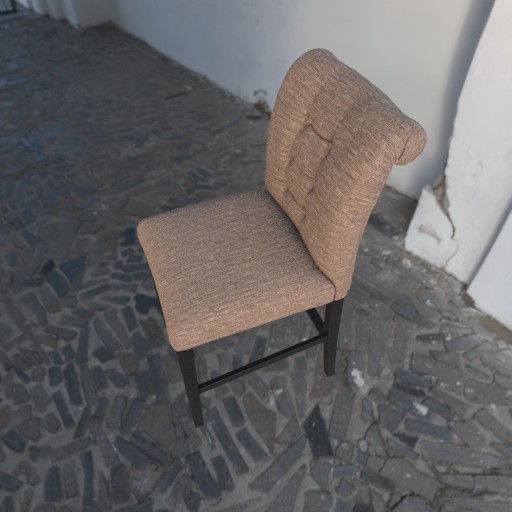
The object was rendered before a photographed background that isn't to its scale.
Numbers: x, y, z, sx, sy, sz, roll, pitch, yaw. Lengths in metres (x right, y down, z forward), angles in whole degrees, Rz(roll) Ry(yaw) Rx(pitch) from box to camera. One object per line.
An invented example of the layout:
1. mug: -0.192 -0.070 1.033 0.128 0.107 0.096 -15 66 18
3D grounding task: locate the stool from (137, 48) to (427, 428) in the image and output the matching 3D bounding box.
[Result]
1. stool: 0.000 0.000 1.296 0.611 0.970 0.457 -16 49 -15
